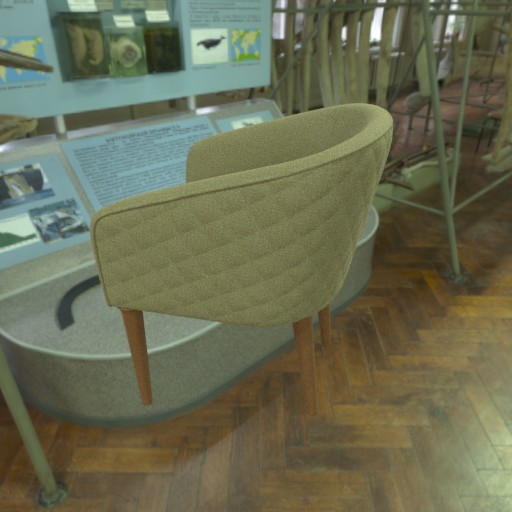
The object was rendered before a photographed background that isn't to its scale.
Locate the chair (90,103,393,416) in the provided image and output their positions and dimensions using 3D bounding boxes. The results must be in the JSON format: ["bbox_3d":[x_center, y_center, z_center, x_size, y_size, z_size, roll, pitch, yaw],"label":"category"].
[{"bbox_3d":[0.000,0.000,1.208,0.616,0.775,0.584,8,31,13],"label":"chair"}]
